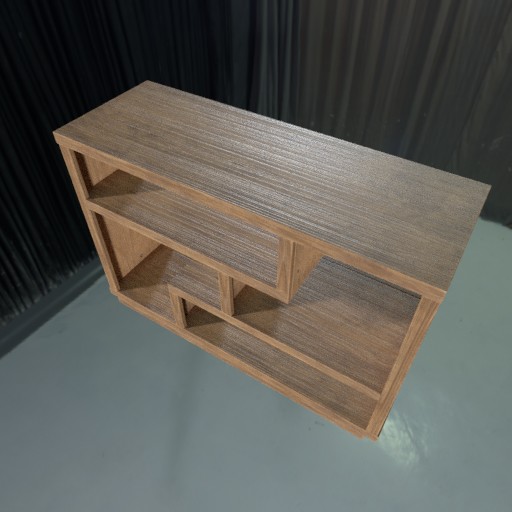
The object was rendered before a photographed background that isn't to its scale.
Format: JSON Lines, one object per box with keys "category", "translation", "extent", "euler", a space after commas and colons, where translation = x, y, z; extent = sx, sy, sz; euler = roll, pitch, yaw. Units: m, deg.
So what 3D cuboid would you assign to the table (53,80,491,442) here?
{"category": "table", "translation": [0.000, 0.000, 1.482], "extent": [1.151, 0.771, 0.410], "euler": [24, 50, 22]}
